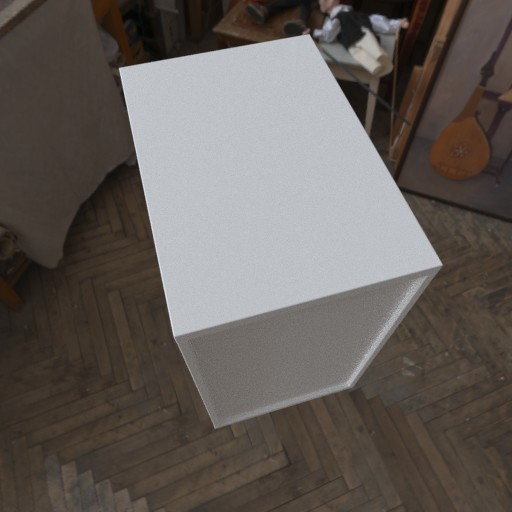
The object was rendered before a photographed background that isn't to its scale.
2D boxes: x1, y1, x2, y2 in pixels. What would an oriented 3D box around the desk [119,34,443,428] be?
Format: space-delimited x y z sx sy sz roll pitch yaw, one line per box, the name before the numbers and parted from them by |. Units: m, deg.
desk | 0.000 0.000 1.088 0.404 0.730 0.600 -14 60 -8
